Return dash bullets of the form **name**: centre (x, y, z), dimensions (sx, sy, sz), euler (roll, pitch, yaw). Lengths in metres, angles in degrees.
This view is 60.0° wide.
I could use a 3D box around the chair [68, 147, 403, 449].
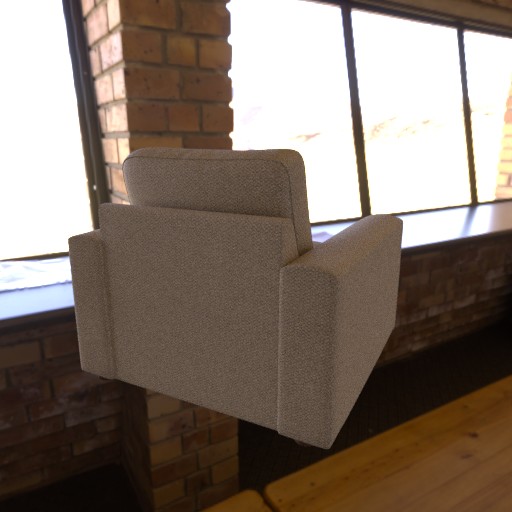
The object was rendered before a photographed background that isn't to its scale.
- **chair**: centre (0.000, 0.000, 1.817), dimensions (1.005, 0.873, 1.016), euler (8, 17, 26)
